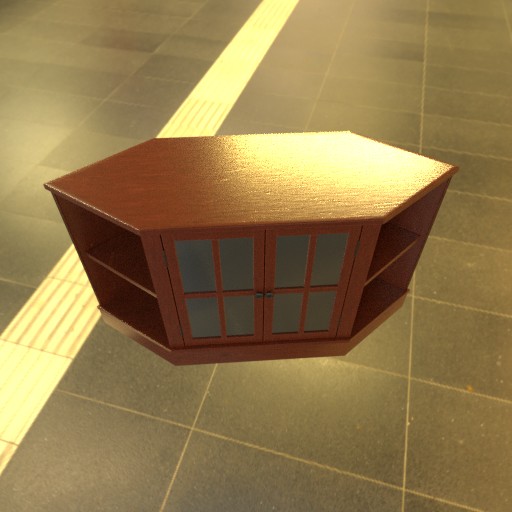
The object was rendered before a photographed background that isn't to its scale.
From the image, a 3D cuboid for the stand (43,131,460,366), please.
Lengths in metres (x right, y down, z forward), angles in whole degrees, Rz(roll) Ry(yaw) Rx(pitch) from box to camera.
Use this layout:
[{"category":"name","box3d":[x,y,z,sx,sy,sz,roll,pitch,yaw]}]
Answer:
[{"category":"stand","box3d":[0.000,0.000,1.361,1.072,0.614,0.381,-3,47,-3]}]
